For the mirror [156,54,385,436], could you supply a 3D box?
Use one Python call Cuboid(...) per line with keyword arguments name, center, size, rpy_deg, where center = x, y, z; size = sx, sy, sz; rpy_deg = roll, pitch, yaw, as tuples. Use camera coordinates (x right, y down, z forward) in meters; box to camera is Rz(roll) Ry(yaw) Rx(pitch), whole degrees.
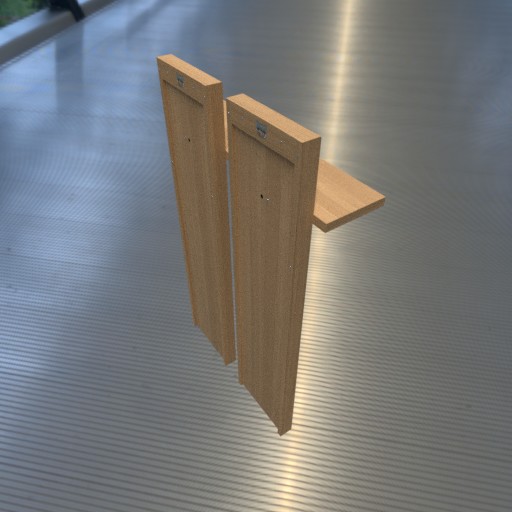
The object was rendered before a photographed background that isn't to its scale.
Cuboid(name="mirror", center=(0.000, 0.000, 1.612), size=(0.260, 1.250, 0.800), rpy_deg=(-25, 46, -26))
